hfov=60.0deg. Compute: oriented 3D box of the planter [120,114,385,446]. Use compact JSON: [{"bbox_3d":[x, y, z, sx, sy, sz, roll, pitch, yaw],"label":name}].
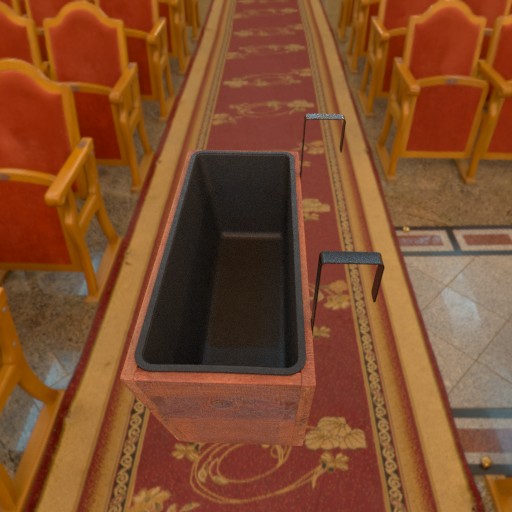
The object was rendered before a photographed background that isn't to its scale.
[{"bbox_3d":[0.000,0.000,0.653,0.262,0.289,0.480,1,42,1],"label":"planter"}]
